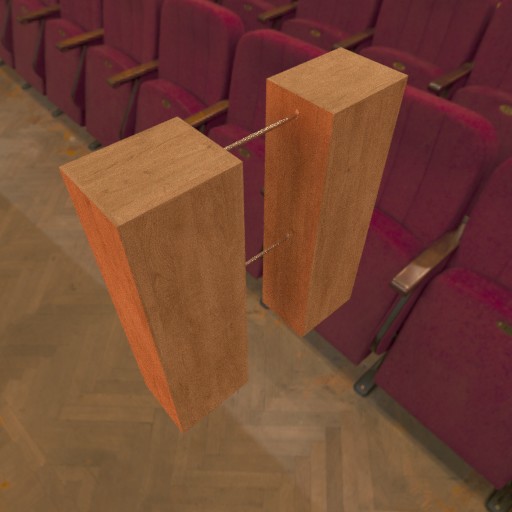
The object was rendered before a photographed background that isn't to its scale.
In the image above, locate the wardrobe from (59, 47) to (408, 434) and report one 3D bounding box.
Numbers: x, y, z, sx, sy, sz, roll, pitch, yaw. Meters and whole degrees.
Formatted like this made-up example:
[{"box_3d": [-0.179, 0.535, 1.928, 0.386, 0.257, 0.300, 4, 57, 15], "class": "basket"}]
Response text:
[{"box_3d": [0.000, 0.000, 2.859, 1.770, 2.000, 0.480, -33, 56, -26], "class": "wardrobe"}]
